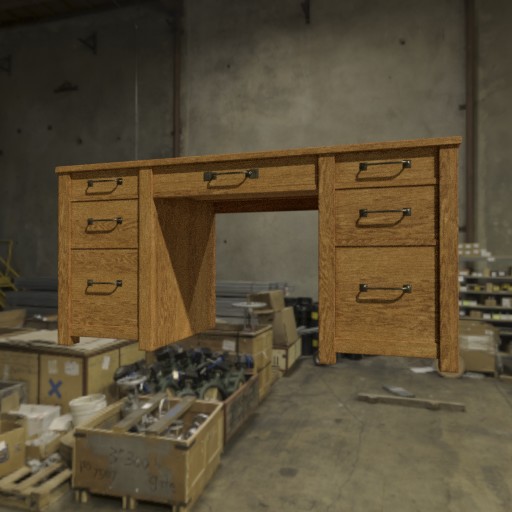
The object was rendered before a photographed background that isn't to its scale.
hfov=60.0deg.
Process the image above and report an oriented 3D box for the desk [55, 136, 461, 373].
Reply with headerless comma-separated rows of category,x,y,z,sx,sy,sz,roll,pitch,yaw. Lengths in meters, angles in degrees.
desk,0.000,0.000,1.946,1.567,0.751,0.685,0,-1,17
